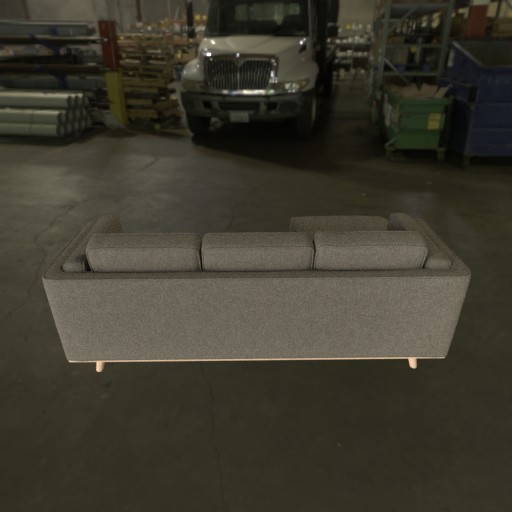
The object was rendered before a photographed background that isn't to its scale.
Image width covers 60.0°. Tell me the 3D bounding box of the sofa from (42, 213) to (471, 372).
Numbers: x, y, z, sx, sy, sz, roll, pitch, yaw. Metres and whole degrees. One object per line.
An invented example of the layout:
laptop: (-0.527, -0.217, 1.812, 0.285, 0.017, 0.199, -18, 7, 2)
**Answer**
sofa: (0.000, 0.000, 3.249, 2.411, 0.929, 1.604, 0, 27, -1)
